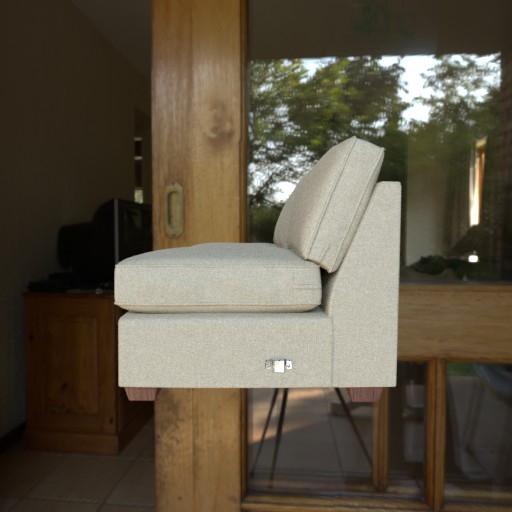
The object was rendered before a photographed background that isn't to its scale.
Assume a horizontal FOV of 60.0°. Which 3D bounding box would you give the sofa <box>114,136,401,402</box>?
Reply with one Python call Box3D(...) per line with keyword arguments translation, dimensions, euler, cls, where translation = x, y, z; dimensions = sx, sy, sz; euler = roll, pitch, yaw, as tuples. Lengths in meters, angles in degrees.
Box3D(translation=(0.000, 0.000, 2.507), dimensions=(1.027, 0.973, 1.962), euler=(0, 2, 0), cls="sofa")
